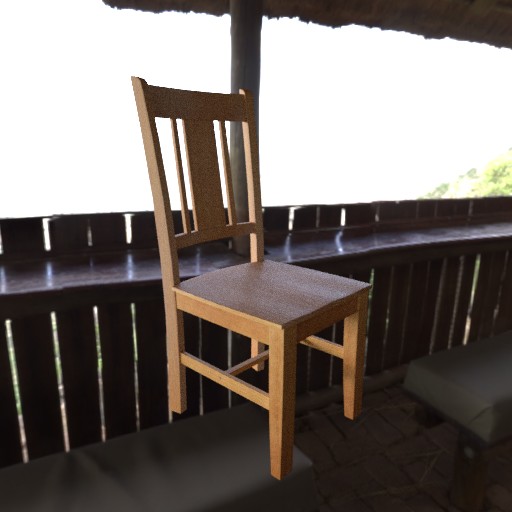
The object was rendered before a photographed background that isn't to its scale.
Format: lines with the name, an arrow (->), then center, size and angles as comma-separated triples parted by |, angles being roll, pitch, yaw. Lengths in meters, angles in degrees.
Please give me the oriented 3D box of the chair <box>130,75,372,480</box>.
chair -> 0.000, 0.000, 1.306 | 0.556, 0.998, 0.450 | 13, 19, 42
